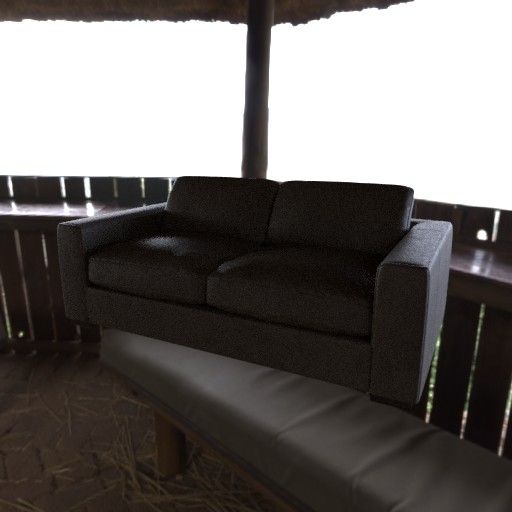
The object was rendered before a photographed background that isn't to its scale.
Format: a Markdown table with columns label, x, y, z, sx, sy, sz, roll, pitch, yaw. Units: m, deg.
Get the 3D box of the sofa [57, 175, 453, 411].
| label | x | y | z | sx | sy | sz | roll | pitch | yaw |
| --- | --- | --- | --- | --- | --- | --- | --- | --- | --- |
| sofa | 0.000 | 0.000 | 2.451 | 1.920 | 0.800 | 1.070 | 7 | 16 | 26 |
